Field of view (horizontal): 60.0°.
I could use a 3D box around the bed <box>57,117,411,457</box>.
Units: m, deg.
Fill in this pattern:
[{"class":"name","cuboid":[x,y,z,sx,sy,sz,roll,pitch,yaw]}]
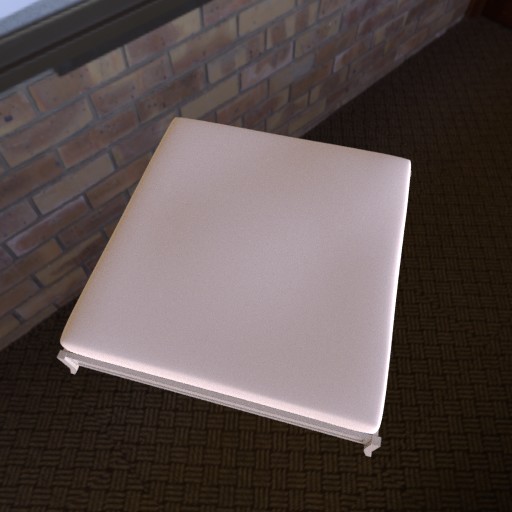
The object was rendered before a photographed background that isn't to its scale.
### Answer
[{"class":"bed","cuboid":[0.000,0.000,3.140,2.007,0.510,2.108,13,60,8]}]
